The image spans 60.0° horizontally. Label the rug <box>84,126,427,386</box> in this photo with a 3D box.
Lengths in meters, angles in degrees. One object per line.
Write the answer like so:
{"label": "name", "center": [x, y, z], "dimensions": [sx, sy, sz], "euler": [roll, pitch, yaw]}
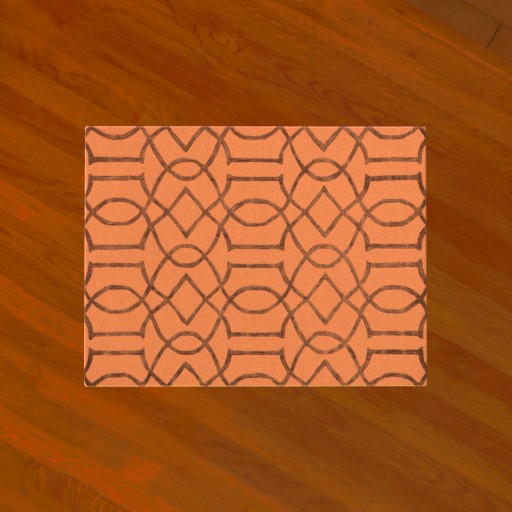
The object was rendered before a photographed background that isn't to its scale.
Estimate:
{"label": "rug", "center": [0.000, 0.000, 3.776], "dimensions": [2.910, 0.021, 2.211], "euler": [0, 89, 0]}
